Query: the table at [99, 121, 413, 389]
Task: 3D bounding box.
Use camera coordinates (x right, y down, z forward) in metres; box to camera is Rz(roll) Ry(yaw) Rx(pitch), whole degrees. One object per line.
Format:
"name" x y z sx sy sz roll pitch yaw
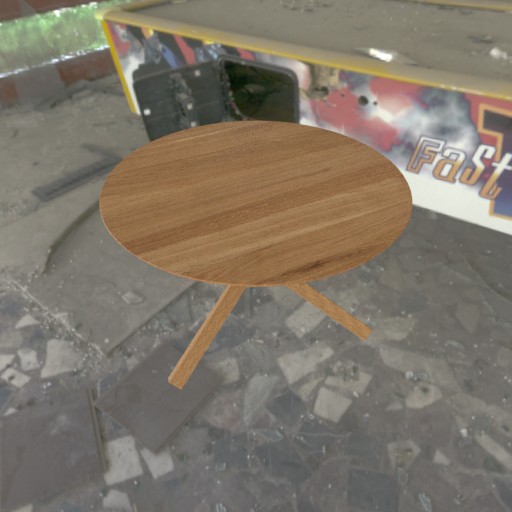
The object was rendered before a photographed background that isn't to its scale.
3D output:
"table" 0.000 0.000 1.733 1.038 0.666 1.038 0 40 0
